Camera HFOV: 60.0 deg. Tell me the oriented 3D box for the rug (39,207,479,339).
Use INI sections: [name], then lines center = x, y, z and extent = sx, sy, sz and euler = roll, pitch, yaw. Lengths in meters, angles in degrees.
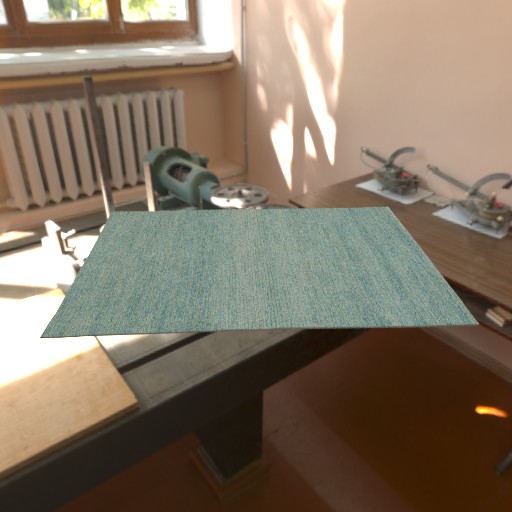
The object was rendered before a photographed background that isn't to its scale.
[rug]
center = 0.000, 0.000, 2.986
extent = 2.305, 0.029, 1.593
euler = -1, 29, -2
